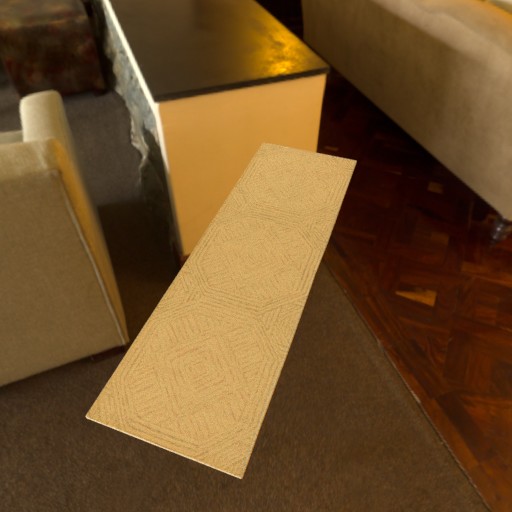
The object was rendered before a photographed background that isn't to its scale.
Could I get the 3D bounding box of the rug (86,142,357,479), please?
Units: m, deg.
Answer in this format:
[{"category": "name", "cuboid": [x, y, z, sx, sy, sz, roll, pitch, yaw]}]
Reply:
[{"category": "rug", "cuboid": [0.000, 0.000, 2.729, 0.775, 0.012, 2.452, 15, 48, 14]}]
